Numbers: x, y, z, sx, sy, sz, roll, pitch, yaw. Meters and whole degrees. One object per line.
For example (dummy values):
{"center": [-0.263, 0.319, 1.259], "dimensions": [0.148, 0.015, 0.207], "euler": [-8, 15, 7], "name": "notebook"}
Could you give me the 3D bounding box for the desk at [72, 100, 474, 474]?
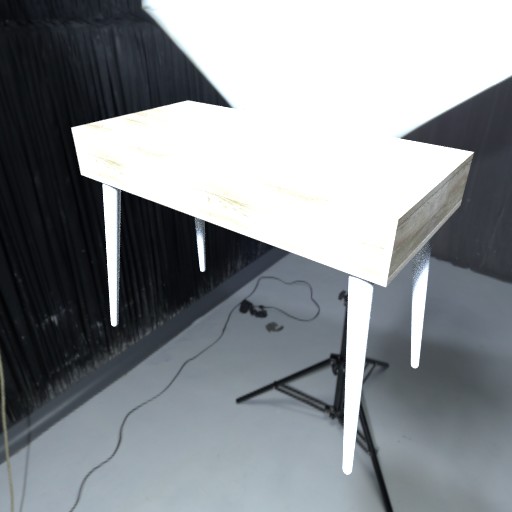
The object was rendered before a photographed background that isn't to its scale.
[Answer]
{"center": [0.000, 0.000, 1.361], "dimensions": [0.979, 0.723, 0.491], "euler": [22, 37, 32], "name": "desk"}
